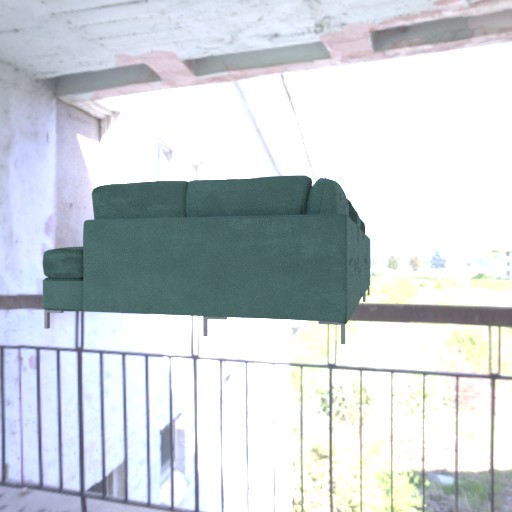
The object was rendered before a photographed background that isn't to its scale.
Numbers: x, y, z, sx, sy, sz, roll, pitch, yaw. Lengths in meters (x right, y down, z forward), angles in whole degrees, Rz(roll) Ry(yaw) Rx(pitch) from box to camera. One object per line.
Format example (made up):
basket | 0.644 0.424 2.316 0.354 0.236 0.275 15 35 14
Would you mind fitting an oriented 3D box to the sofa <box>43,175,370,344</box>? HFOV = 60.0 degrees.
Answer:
sofa | 0.000 0.000 4.353 2.055 0.992 3.434 0 0 17
